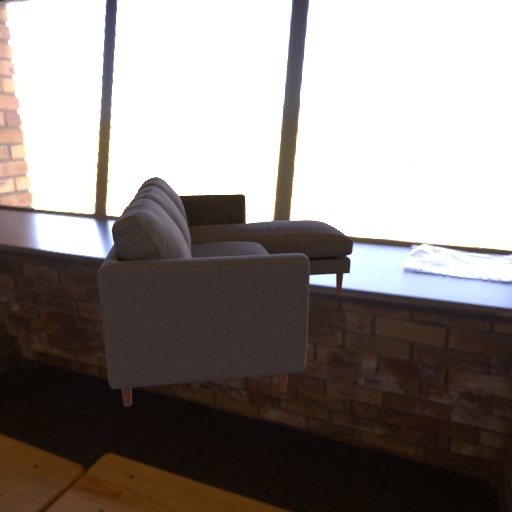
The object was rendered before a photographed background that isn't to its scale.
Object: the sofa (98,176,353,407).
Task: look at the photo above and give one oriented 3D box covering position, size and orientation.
[{"bbox_3d":[0.000,0.000,2.867,1.591,0.897,2.031,-3,16,-9],"label":"sofa"}]
